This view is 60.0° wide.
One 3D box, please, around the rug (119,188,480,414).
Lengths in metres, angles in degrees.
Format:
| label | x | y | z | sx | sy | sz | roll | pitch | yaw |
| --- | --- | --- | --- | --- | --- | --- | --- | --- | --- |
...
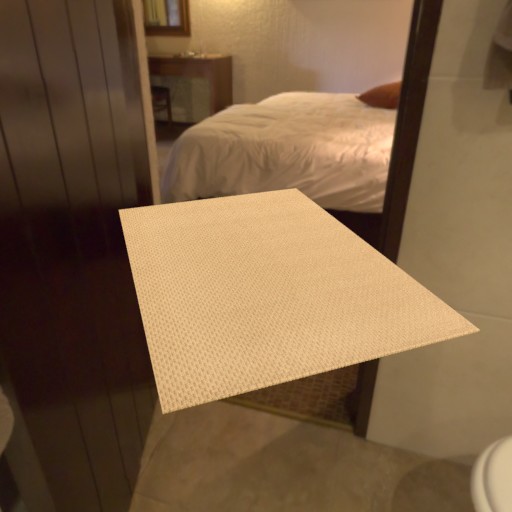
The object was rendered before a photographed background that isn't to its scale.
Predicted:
| label | x | y | z | sx | sy | sz | roll | pitch | yaw |
| --- | --- | --- | --- | --- | --- | --- | --- | --- | --- |
| rug | 0.000 | 0.000 | 2.788 | 1.509 | 0.013 | 2.144 | -9 | 29 | -17 |
